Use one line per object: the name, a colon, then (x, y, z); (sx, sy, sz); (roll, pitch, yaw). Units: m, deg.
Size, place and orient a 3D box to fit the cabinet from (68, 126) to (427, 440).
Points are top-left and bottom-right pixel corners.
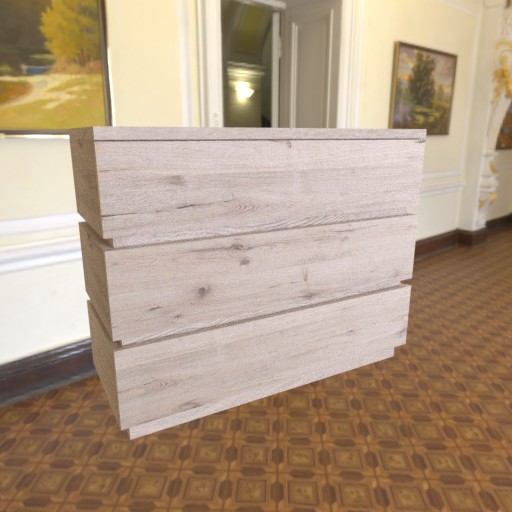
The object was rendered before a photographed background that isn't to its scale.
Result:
cabinet: (0.000, 0.000, 1.488); (1.040, 0.820, 0.420); (-8, 17, -28)
